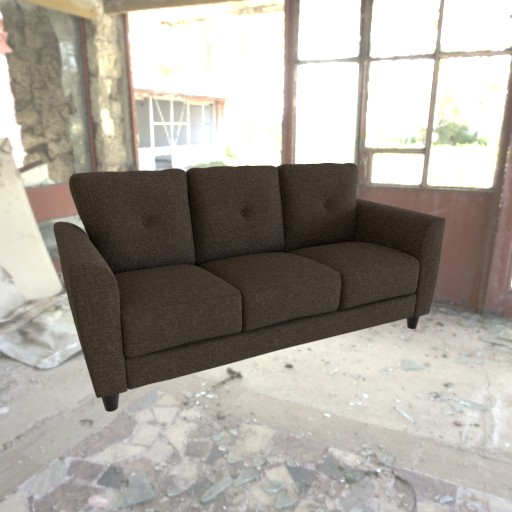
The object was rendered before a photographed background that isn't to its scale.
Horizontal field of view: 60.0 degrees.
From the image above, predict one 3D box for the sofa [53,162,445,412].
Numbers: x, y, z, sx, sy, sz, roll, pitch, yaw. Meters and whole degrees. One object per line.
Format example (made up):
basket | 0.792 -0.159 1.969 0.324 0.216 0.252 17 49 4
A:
sofa | 0.000 0.000 2.300 1.847 0.891 0.837 -8 18 -26
